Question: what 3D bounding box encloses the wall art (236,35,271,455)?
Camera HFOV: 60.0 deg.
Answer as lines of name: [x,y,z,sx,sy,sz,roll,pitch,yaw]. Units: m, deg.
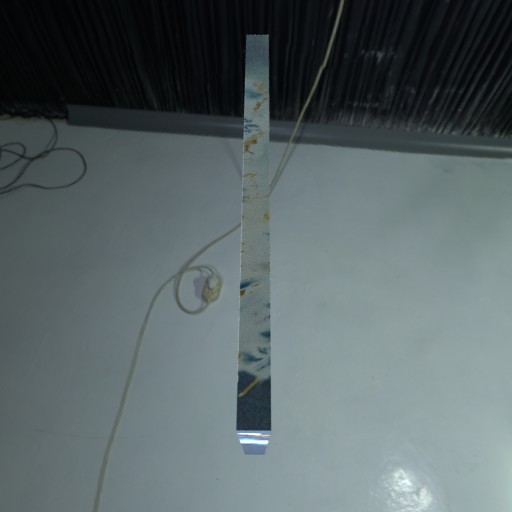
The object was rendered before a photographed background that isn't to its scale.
wall art: [0.000,0.000,0.769,0.036,0.405,0.607,0,63,0]
